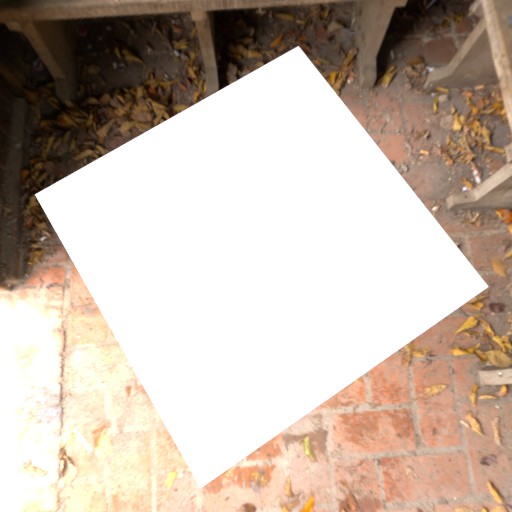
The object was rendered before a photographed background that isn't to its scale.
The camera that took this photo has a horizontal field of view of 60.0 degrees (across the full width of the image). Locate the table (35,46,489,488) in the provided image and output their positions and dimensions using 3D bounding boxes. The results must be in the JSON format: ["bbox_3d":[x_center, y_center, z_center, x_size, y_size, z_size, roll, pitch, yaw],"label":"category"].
[{"bbox_3d":[0.000,0.000,1.086,0.700,0.289,0.700,-32,78,-8],"label":"table"}]
